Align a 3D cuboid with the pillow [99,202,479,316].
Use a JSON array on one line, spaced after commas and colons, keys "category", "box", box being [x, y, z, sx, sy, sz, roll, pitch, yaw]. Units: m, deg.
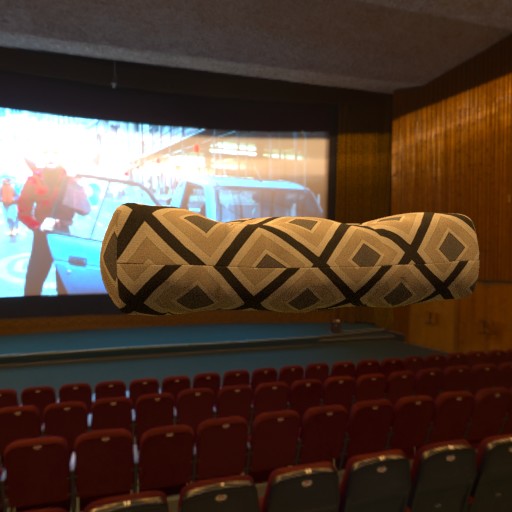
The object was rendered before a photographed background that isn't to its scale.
[{"category": "pillow", "box": [0.000, 0.000, 0.718, 0.468, 0.128, 0.490, -1, 2, -18]}]
